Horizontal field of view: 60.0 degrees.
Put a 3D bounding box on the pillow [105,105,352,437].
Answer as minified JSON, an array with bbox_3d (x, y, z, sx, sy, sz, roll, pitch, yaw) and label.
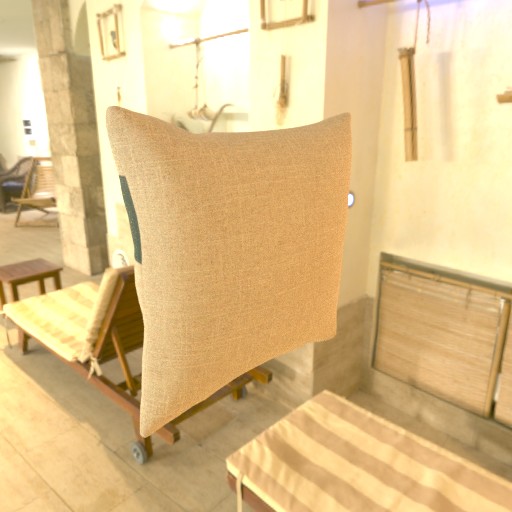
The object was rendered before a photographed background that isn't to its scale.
[{"bbox_3d":[0.000,0.000,0.635,0.414,0.399,0.173,-16,23,-41],"label":"pillow"}]
